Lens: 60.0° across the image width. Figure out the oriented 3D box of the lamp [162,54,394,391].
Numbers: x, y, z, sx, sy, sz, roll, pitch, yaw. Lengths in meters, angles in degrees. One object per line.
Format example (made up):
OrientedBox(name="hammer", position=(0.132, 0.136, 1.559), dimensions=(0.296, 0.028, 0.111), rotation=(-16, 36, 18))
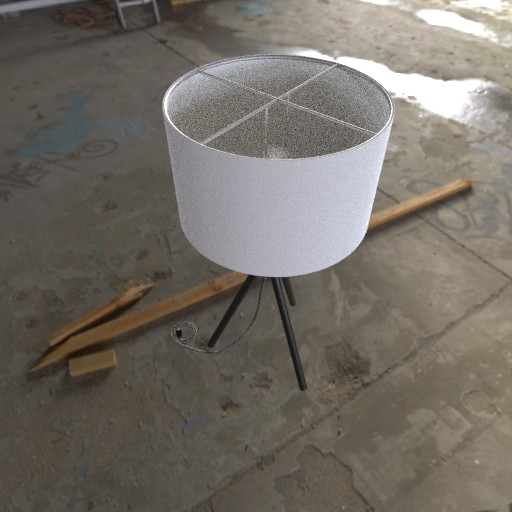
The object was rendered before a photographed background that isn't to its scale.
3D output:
OrientedBox(name="lamp", position=(0.000, 0.000, 0.917), dimensions=(0.422, 0.674, 0.353), rotation=(-10, 46, -10))
